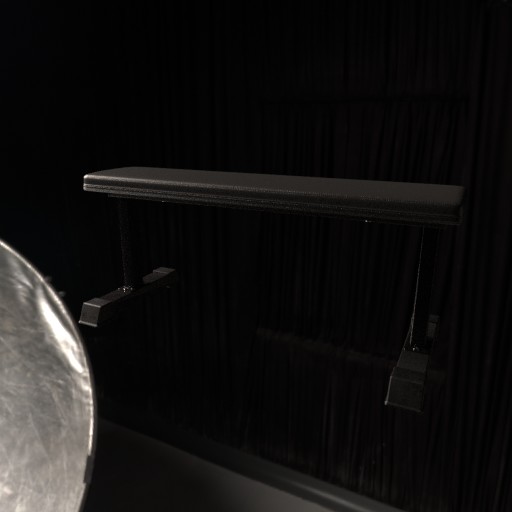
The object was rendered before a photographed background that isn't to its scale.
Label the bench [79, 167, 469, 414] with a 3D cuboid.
[{"bbox_3d":[0.000,0.000,1.287,1.072,0.453,0.439,8,19,25],"label":"bench"}]
